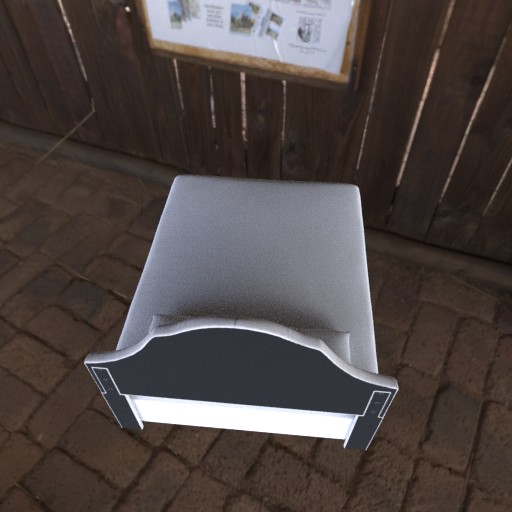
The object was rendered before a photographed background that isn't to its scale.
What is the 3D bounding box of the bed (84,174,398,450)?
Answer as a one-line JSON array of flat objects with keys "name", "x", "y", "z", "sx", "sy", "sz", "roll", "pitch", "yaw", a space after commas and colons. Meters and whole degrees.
[{"name": "bed", "x": 0.000, "y": 0.000, "z": 3.751, "sx": 2.039, "sy": 1.617, "sz": 2.477, "roll": 4, "pitch": 48, "yaw": 3}]
